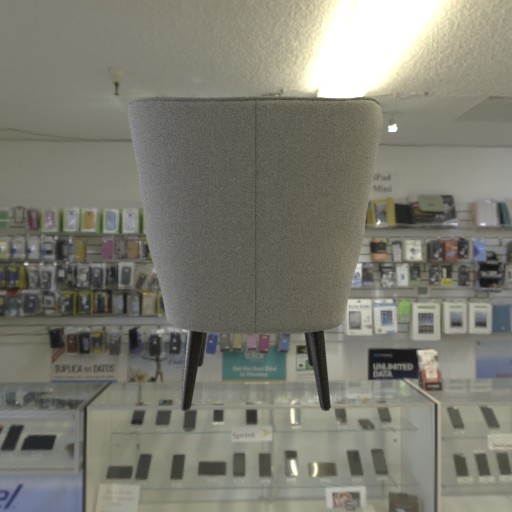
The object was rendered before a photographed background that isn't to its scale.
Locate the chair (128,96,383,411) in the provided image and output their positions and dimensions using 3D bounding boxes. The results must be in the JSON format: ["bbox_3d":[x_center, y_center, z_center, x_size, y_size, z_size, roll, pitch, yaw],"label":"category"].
[{"bbox_3d":[0.000,0.000,1.547,0.781,0.933,0.888,0,-1,0],"label":"chair"}]
